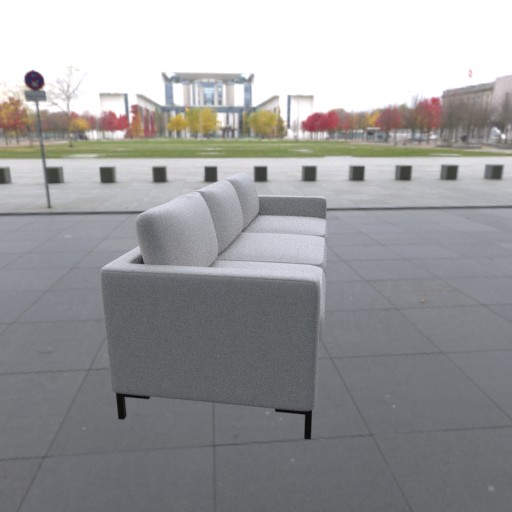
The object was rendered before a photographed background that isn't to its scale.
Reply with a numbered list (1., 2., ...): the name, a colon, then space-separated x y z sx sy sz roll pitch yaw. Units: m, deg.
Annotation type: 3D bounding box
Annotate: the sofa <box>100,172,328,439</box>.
1. sofa: 0.000 0.000 2.720 0.859 0.874 2.218 2 15 9
